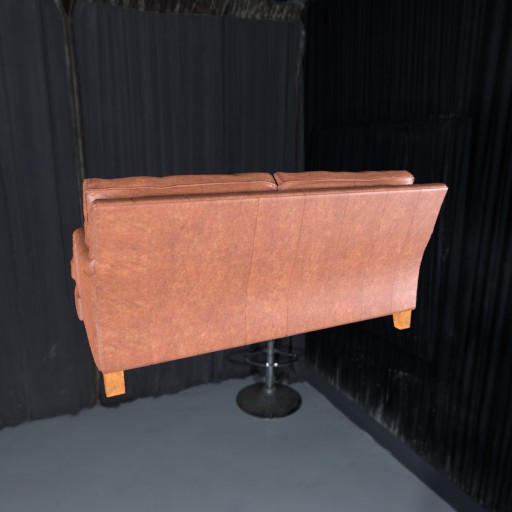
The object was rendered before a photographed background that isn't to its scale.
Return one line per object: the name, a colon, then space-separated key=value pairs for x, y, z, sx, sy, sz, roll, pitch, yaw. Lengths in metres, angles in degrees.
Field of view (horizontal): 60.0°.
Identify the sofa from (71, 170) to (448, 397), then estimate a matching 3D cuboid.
sofa: x=0.000 y=0.000 z=2.827 sx=2.144 sy=1.071 sz=1.147 roll=-7 pitch=15 yaw=-25
